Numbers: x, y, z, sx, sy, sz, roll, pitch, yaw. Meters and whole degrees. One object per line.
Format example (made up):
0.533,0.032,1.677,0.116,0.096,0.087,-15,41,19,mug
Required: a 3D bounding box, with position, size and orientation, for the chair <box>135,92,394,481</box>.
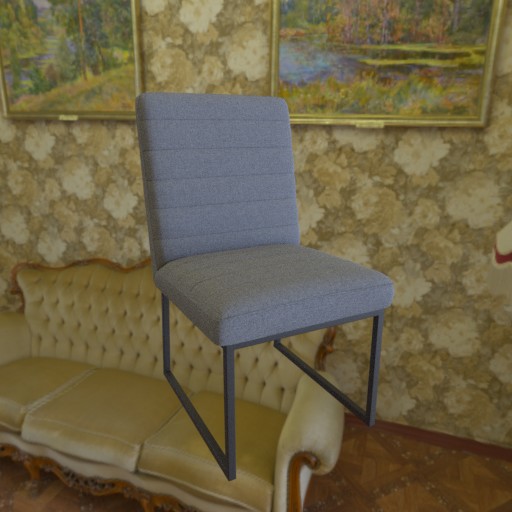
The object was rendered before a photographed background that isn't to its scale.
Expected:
0.000,0.000,1.307,0.520,0.930,0.634,-8,18,-26,chair
